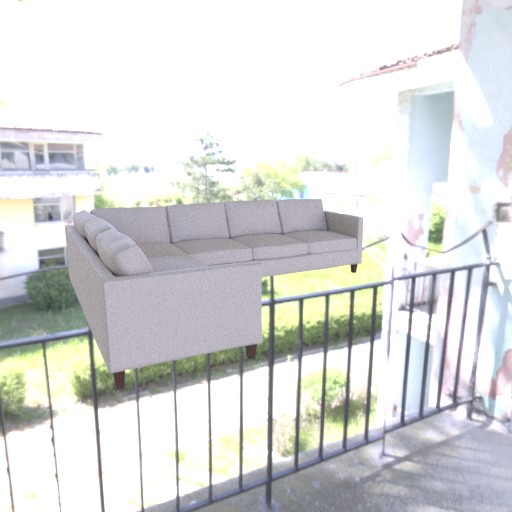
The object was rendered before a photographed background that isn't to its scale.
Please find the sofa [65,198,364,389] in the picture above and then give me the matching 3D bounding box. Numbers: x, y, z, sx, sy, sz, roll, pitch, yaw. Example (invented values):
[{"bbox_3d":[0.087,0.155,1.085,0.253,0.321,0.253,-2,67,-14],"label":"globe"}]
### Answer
[{"bbox_3d":[0.000,0.000,4.262,3.182,0.863,2.432,-6,14,-27],"label":"sofa"}]
